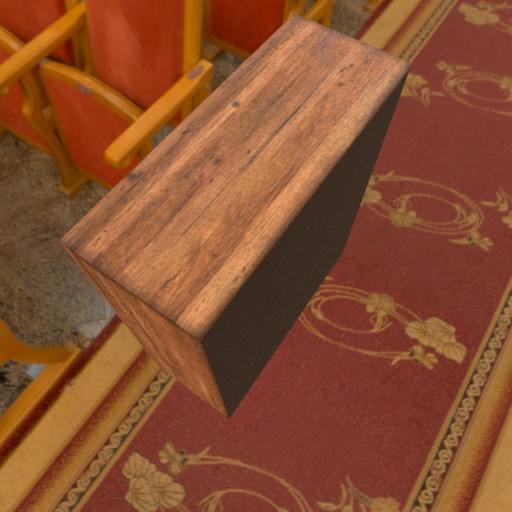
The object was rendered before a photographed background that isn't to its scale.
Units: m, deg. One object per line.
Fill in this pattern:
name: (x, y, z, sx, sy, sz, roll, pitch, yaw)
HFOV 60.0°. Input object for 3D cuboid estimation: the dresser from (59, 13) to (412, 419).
dresser: (0.000, 0.000, 1.822, 0.438, 1.359, 1.067, 31, 66, 15)
